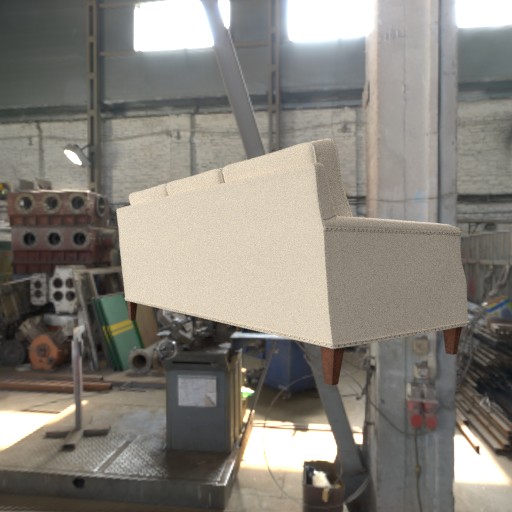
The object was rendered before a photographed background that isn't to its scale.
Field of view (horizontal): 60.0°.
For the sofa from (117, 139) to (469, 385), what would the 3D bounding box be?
[{"bbox_3d":[0.000,0.000,2.840,1.084,1.003,2.246,0,0,-37],"label":"sofa"}]
